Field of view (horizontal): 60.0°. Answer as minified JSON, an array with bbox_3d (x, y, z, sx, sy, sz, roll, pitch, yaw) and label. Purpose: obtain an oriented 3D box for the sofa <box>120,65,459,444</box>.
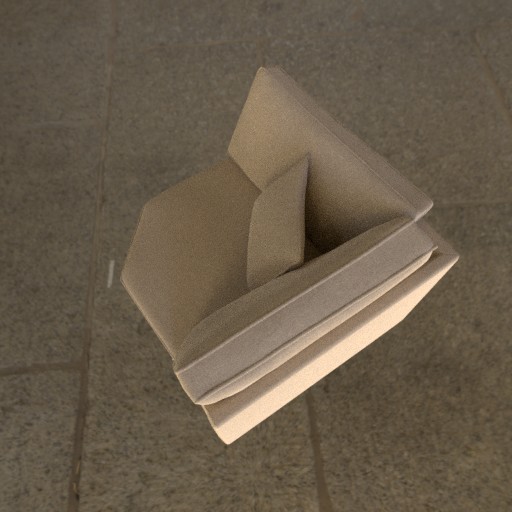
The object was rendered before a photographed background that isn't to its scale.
[{"bbox_3d":[0.000,0.000,1.866,1.042,0.937,1.050,-31,67,-15],"label":"sofa"}]
